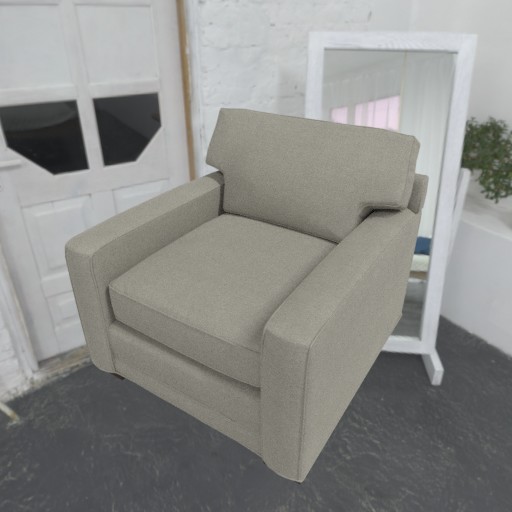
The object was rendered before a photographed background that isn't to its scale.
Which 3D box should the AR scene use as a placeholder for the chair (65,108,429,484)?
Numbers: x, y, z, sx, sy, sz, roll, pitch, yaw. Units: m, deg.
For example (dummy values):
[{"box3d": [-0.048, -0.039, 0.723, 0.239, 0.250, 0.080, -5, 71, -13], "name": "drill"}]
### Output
[{"box3d": [0.000, 0.000, 1.769, 0.999, 0.934, 1.044, 18, 35, 28], "name": "chair"}]
